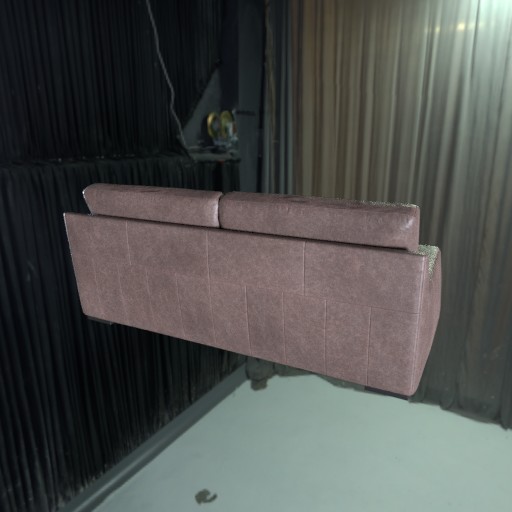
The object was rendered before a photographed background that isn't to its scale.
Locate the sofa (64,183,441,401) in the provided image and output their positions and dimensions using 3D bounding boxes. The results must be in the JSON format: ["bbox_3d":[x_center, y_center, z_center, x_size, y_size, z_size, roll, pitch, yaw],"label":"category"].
[{"bbox_3d":[0.000,0.000,2.892,2.261,0.941,1.143,8,18,26],"label":"sofa"}]
